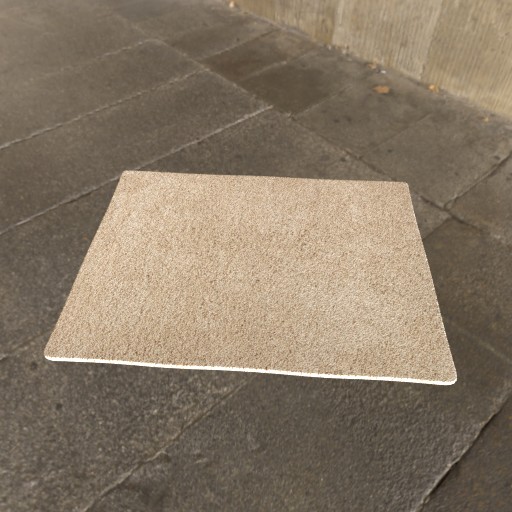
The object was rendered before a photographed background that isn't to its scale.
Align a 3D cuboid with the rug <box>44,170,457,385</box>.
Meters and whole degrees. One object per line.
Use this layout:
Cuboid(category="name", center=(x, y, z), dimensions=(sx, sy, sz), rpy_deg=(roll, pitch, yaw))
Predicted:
Cuboid(category="rug", center=(0.000, 0.000, 2.099), dimensions=(1.600, 0.025, 1.199), rpy_deg=(3, 48, 3))
